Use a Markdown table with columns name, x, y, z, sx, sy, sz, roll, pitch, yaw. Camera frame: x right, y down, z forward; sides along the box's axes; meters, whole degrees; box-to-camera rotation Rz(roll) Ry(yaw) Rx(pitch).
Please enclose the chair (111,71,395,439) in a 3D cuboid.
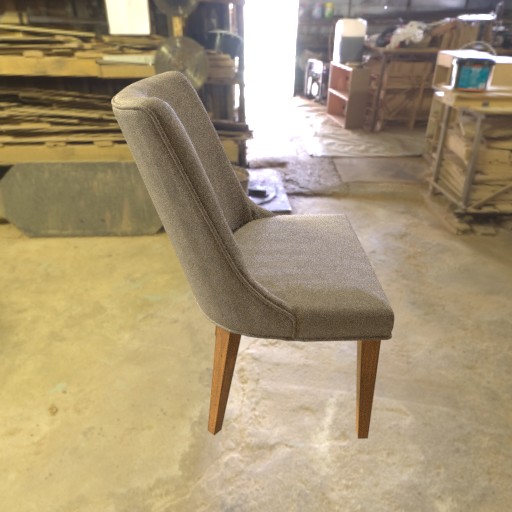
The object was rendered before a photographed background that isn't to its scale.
| name | x | y | z | sx | sy | sz | roll | pitch | yaw |
| --- | --- | --- | --- | --- | --- | --- | --- | --- | --- |
| chair | 0.000 | 0.000 | 1.237 | 0.636 | 0.916 | 0.548 | -1 | 30 | -2 |
